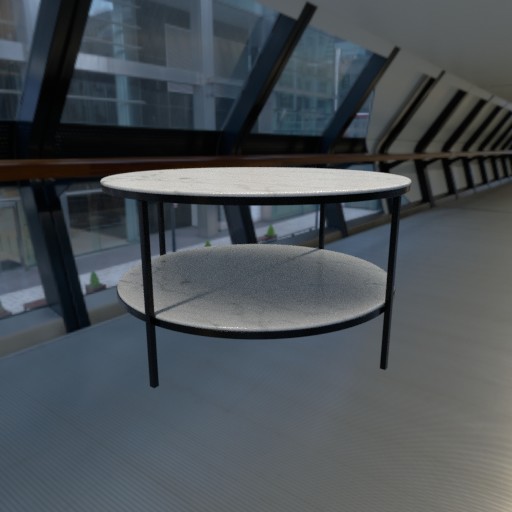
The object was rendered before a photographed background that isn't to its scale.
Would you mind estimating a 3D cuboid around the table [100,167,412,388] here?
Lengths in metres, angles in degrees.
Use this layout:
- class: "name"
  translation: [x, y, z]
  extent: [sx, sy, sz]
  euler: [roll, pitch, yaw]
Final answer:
- class: "table"
  translation: [0.000, 0.000, 1.260]
  extent: [0.800, 0.450, 0.800]
  euler: [0, 15, 0]
